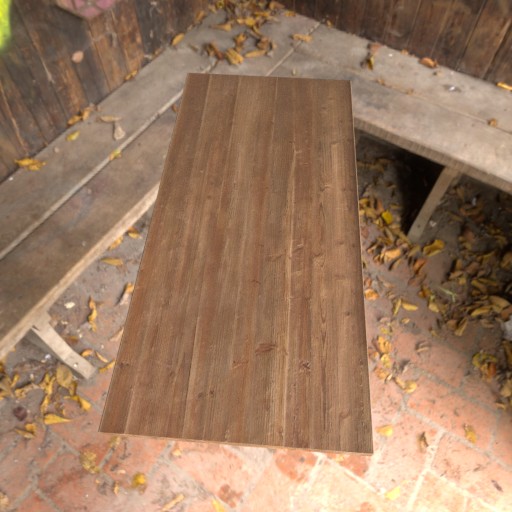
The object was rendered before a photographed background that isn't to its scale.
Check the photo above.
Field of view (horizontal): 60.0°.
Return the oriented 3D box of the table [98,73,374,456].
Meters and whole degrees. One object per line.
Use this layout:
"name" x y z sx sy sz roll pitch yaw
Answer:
"table" 0.000 0.000 2.372 0.952 0.760 2.003 4 58 2
